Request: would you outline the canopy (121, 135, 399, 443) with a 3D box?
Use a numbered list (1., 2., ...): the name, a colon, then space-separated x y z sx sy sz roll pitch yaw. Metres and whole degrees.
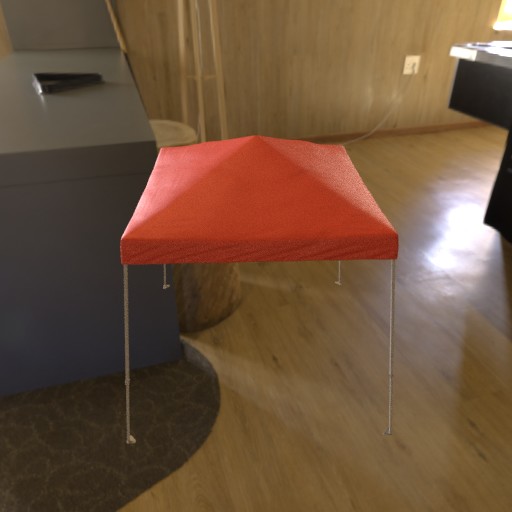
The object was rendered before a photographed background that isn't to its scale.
1. canopy: 0.000 0.000 5.198 2.850 2.850 2.849 -1 32 -2
